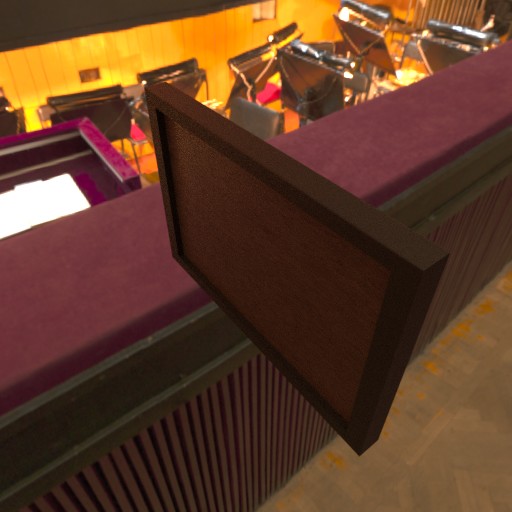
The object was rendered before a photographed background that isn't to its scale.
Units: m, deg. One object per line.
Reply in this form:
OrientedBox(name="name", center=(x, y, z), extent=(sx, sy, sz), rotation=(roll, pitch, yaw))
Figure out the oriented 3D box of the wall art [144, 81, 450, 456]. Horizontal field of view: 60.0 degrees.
OrientedBox(name="wall art", center=(0.000, 0.000, 0.848), extent=(0.051, 0.456, 0.671), rotation=(-27, 48, -27))
